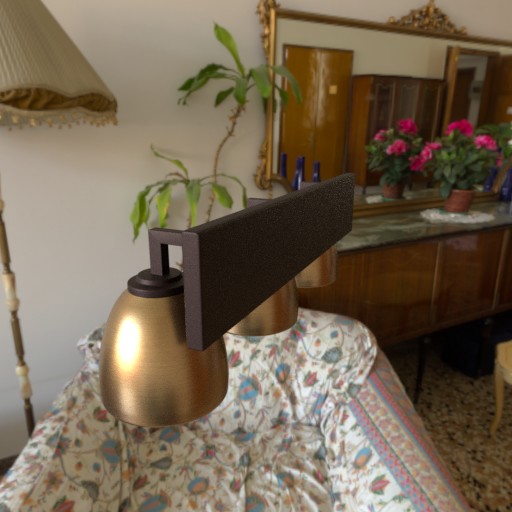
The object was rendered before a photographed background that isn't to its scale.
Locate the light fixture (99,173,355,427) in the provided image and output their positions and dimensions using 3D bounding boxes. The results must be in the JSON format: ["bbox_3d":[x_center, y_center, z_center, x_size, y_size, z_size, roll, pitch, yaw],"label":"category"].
[{"bbox_3d":[0.000,0.000,0.667,0.157,0.204,0.582,8,18,25],"label":"light fixture"}]
